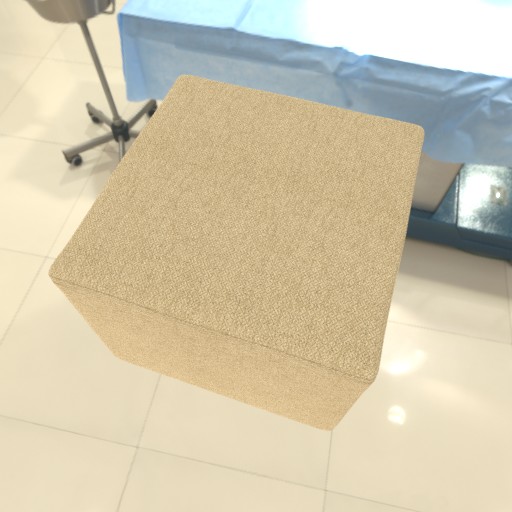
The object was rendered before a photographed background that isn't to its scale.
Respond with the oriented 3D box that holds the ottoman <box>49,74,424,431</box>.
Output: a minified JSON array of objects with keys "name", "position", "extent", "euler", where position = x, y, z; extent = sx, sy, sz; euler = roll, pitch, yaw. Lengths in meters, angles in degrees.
[{"name":"ottoman","position":[0.000,0.000,0.900],"extent":[0.508,0.432,0.508],"euler":[16,60,10]}]
